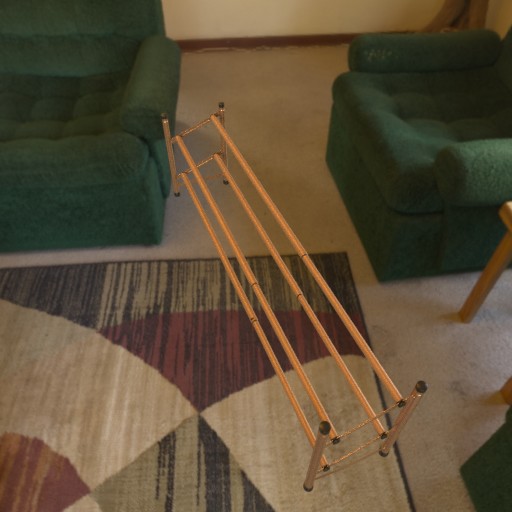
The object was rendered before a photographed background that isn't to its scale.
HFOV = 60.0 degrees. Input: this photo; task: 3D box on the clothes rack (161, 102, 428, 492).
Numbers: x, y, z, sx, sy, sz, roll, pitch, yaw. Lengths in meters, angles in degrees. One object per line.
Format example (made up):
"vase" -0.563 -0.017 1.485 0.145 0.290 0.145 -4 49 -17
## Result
"clothes rack" 0.000 0.000 1.289 0.229 0.349 1.168 -17 49 -15
